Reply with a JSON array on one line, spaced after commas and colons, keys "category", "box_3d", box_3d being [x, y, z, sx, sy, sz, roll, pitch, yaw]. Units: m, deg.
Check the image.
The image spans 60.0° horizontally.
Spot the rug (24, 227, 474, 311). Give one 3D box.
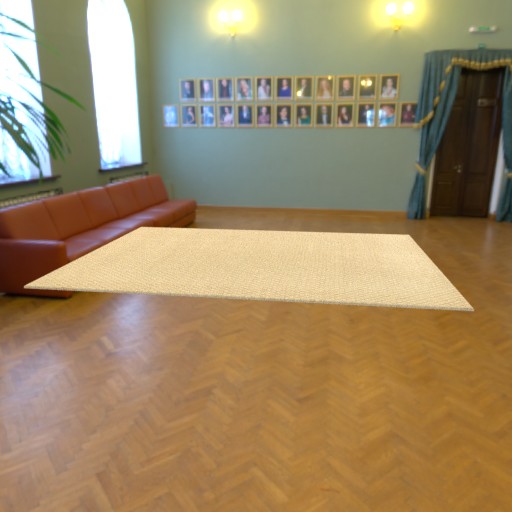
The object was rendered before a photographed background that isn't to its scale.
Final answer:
[{"category": "rug", "box_3d": [0.000, 0.000, 2.806, 2.144, 0.013, 1.509, 2, 15, 8]}]
